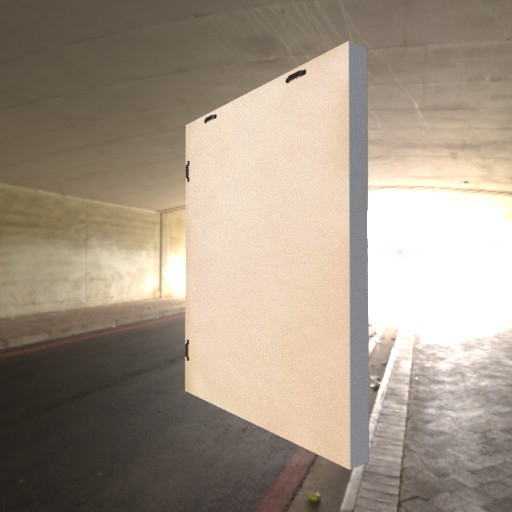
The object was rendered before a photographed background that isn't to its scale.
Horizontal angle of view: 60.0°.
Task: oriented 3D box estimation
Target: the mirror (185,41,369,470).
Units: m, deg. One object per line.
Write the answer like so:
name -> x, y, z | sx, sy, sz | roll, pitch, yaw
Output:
mirror -> 0.000, 0.000, 0.694 | 0.041, 0.508, 0.405 | 1, -1, -37
